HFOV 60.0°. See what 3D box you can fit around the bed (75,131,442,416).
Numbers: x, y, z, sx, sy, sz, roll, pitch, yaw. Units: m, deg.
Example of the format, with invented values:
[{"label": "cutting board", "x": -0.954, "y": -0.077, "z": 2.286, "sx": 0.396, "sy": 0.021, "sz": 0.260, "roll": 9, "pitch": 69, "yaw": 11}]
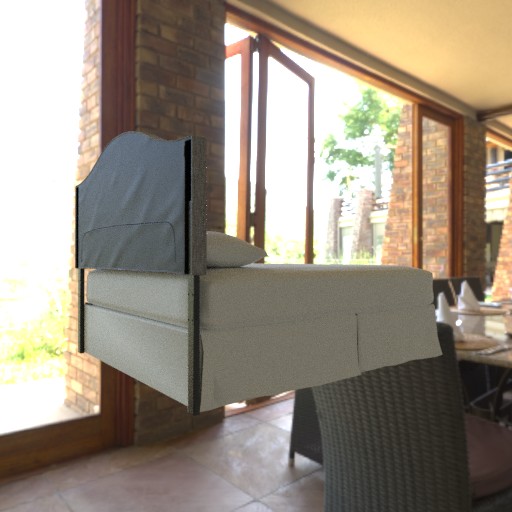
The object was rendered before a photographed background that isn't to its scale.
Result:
[{"label": "bed", "x": 0.000, "y": 0.000, "z": 2.943, "sx": 1.870, "sy": 1.295, "sz": 1.610, "roll": 0, "pitch": -1, "yaw": -38}]
